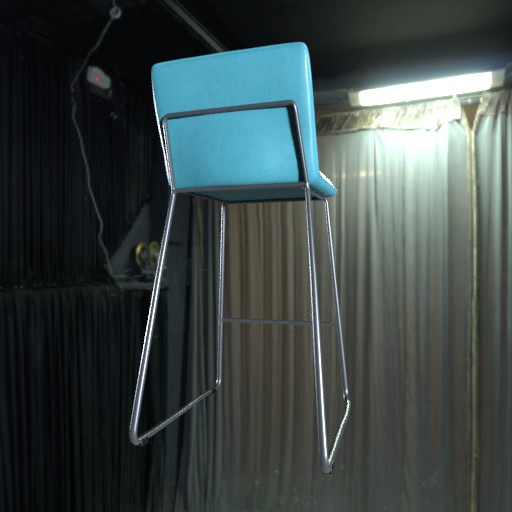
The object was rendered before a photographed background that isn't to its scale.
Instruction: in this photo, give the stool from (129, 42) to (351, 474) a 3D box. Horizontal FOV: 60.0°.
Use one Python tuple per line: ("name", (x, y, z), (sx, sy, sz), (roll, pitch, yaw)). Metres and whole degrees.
("stool", (0.000, 0.000, 1.242), (0.489, 0.936, 0.524), (0, 0, 18))
